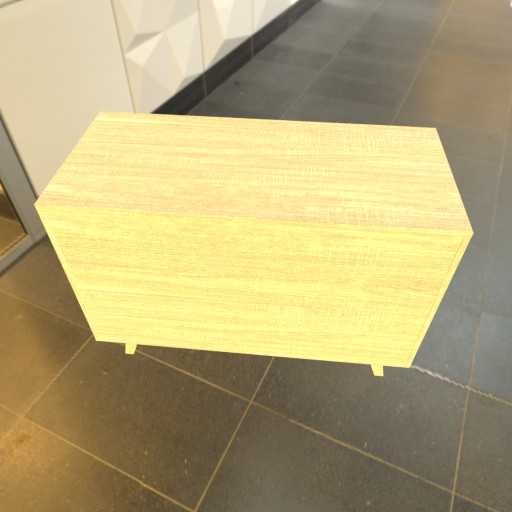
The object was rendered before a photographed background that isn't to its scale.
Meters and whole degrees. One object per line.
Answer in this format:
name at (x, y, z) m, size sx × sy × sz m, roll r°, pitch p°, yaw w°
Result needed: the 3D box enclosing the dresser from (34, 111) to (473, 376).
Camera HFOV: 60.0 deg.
dresser at (0.000, 0.000, 1.566) m, size 1.110 × 0.780 × 0.500 m, roll 4°, pitch 46°, yaw 4°
